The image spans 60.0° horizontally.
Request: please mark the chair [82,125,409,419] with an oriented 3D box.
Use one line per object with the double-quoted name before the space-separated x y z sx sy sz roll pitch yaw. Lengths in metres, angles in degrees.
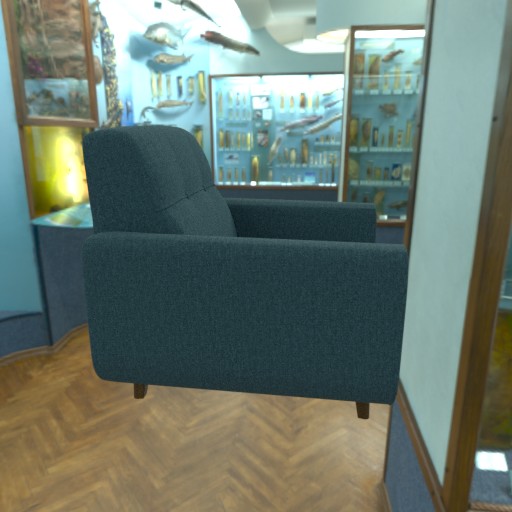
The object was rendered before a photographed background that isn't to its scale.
"chair" 0.000 0.000 1.659 0.964 0.940 0.880 2 15 8
